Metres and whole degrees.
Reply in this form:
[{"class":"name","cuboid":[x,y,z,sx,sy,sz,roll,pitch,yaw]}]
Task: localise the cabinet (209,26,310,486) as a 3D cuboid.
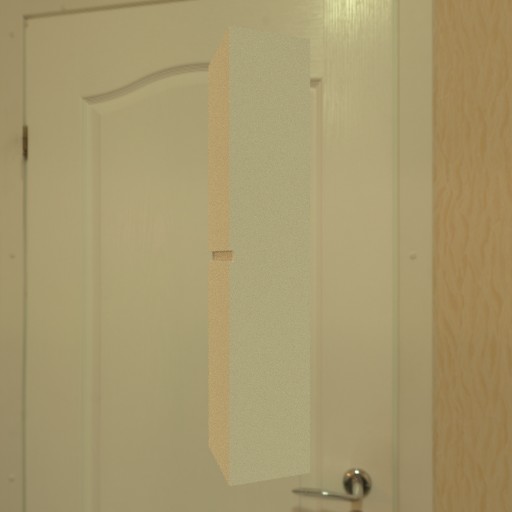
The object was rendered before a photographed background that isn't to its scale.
[{"class":"cabinet","cuboid":[0.000,0.000,1.532,0.269,1.400,0.300,0,0,-18]}]
